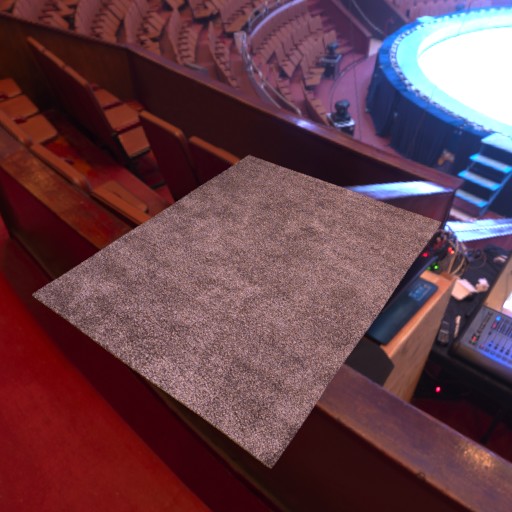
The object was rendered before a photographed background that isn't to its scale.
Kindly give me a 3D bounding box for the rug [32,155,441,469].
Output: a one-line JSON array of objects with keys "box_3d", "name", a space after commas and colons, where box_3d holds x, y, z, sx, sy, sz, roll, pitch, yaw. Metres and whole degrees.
[{"box_3d": [0.000, 0.000, 4.044, 2.401, 0.025, 3.000, 25, 47, 27], "name": "rug"}]
